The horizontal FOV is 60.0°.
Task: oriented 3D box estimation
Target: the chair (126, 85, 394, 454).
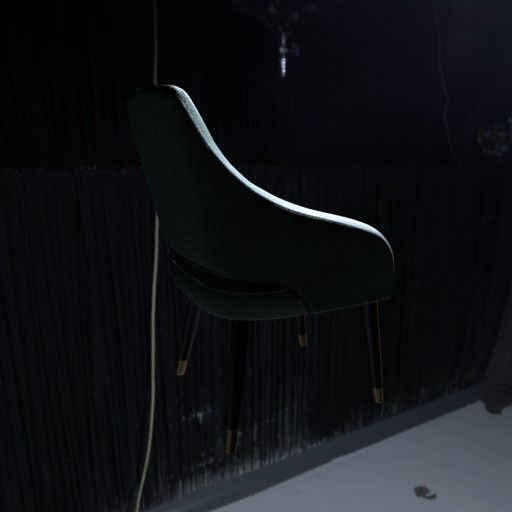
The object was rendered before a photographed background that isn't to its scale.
[{"bbox_3d":[0.000,0.000,1.579,0.794,1.081,0.683,-7,16,-26],"label":"chair"}]
